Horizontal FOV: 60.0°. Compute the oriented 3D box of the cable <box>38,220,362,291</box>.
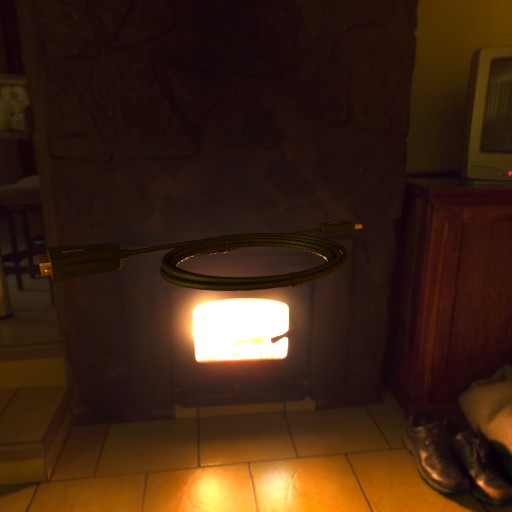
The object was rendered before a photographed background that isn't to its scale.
[{"bbox_3d":[0.000,0.000,0.322,0.281,0.015,0.136,-8,17,-26],"label":"cable"}]
